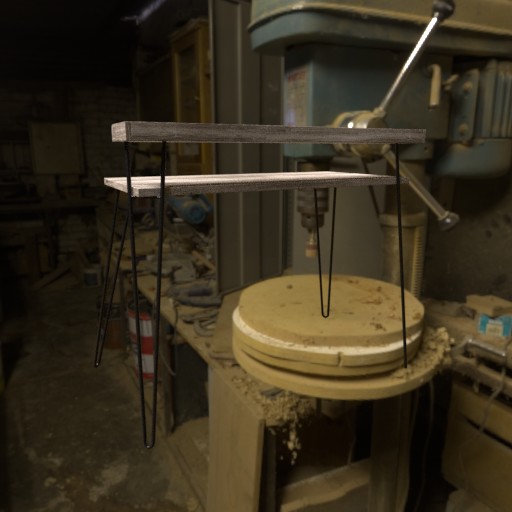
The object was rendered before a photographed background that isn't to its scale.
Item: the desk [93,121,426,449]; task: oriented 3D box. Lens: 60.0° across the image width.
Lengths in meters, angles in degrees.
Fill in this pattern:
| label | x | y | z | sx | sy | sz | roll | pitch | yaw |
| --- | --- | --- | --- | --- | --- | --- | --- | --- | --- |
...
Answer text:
| label | x | y | z | sx | sy | sz | roll | pitch | yaw |
| --- | --- | --- | --- | --- | --- | --- | --- | --- | --- |
| desk | 0.000 | 0.000 | 1.642 | 1.135 | 0.899 | 0.605 | -7 | 15 | -27 |
